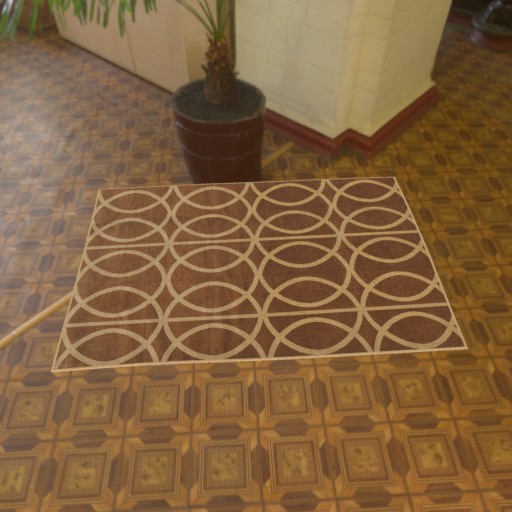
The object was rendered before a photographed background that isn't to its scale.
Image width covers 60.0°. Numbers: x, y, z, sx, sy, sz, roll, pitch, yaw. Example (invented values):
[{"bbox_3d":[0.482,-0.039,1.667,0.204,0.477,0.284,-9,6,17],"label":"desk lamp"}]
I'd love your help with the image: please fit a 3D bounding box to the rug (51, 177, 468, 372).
[{"bbox_3d":[0.000,0.000,2.921,2.294,0.014,1.528,-3,48,-2],"label":"rug"}]
